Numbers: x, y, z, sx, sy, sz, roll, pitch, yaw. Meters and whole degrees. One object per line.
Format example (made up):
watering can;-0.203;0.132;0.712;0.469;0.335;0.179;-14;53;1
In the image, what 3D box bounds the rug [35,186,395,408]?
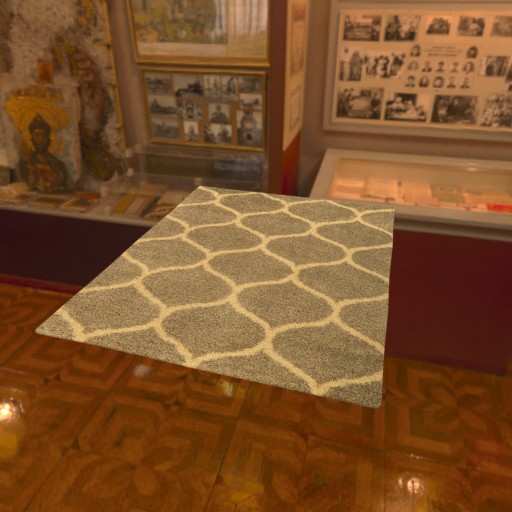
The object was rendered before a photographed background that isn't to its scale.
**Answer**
rug;0.000;0.000;4.091;2.399;0.026;3.000;8;31;14
